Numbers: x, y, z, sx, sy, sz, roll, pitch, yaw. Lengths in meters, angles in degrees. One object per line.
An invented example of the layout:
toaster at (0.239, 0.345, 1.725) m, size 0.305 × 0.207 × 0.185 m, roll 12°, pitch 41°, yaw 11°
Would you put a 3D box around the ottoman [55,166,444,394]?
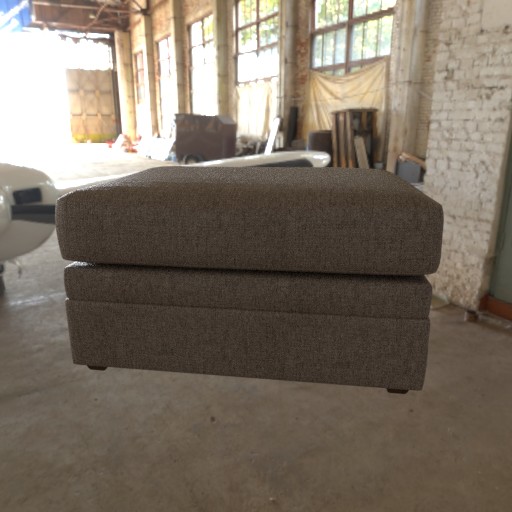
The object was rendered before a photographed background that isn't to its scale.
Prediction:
ottoman at (0.000, 0.000, 1.273) m, size 0.885 × 0.478 × 0.637 m, roll 2°, pitch 17°, yaw 8°
